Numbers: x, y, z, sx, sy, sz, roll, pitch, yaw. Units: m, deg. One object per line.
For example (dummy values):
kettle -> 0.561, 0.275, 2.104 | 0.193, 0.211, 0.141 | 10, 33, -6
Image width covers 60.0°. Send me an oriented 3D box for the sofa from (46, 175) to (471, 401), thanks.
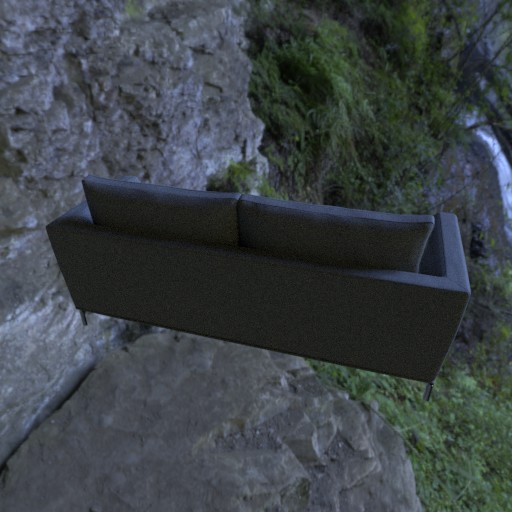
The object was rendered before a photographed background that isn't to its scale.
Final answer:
sofa -> 0.000, 0.000, 2.659 | 2.212, 1.002, 0.869 | 9, 32, 15
